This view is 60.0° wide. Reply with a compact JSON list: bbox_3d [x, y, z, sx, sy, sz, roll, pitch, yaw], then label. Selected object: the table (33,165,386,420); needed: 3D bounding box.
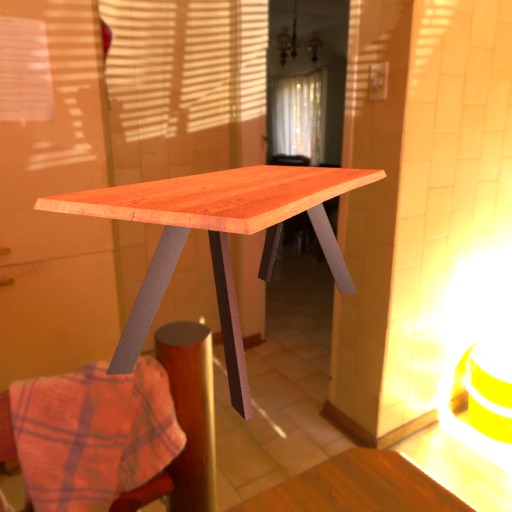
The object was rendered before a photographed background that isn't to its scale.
[{"bbox_3d":[0.000,0.000,2.277,0.900,0.770,1.800,8,18,26],"label":"table"}]
